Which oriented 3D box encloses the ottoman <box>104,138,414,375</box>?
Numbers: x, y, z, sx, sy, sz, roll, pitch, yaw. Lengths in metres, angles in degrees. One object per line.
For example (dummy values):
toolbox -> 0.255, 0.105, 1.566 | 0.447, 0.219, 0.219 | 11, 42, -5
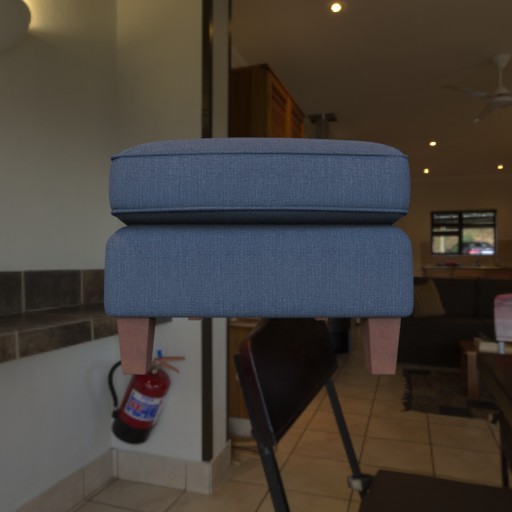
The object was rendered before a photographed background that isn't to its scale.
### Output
ottoman -> 0.000, 0.000, 1.194 | 0.570, 0.438, 0.885 | 0, -1, 0
